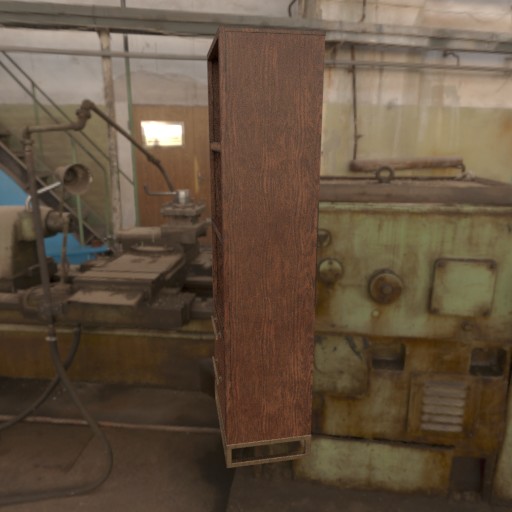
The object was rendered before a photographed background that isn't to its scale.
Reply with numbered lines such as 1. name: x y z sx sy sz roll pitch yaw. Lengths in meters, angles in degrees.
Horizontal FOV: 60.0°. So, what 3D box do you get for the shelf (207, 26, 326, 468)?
1. shelf: 0.000 0.000 1.973 0.395 1.732 0.539 -3 15 -10
